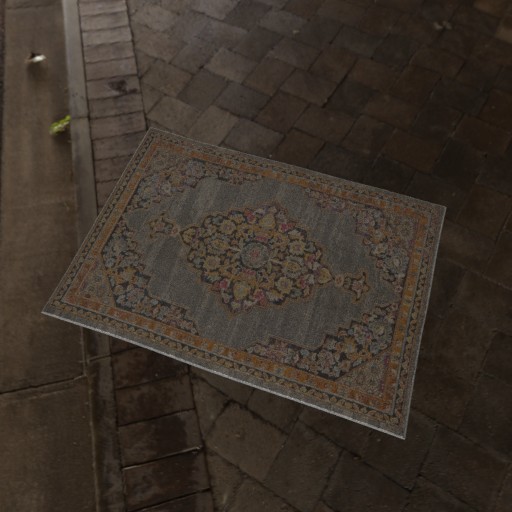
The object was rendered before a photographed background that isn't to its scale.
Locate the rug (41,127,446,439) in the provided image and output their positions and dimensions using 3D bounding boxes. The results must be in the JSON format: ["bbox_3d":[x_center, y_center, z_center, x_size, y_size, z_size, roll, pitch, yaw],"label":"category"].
[{"bbox_3d":[0.000,0.000,3.730,2.901,0.026,2.043,17,64,8],"label":"rug"}]
